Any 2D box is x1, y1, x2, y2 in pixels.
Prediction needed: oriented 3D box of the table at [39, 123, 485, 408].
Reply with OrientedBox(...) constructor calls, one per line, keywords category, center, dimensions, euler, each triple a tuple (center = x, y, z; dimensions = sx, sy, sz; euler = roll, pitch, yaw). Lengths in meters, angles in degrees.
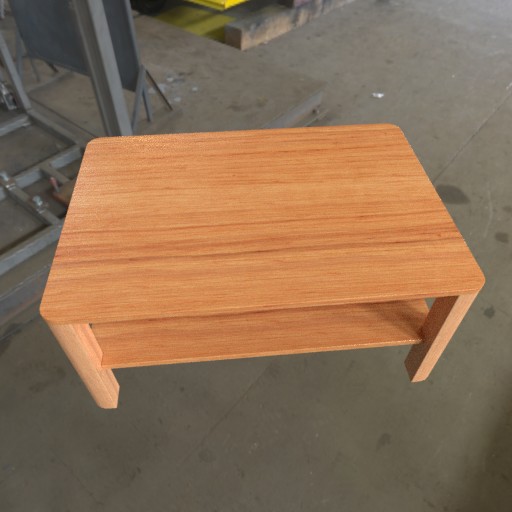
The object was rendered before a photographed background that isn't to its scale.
OrientedBox(category="table", center=(0.000, 0.000, 1.359), dimensions=(0.997, 0.445, 0.696), euler=(-4, 48, -4))
